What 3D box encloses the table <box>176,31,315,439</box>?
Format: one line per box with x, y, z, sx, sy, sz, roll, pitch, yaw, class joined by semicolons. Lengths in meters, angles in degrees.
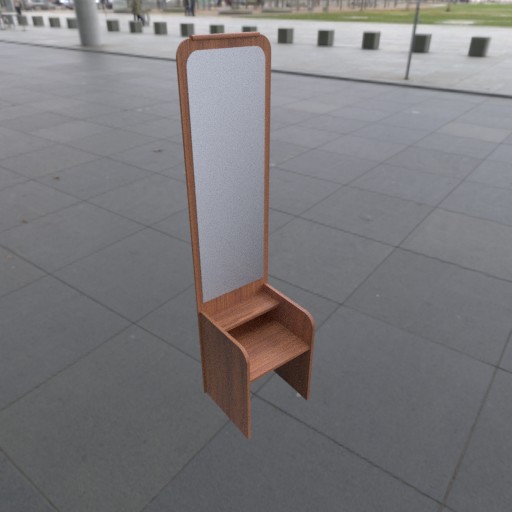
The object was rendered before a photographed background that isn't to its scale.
0.000;0.000;2.055;0.450;1.830;0.420;-21;37;-32;table
